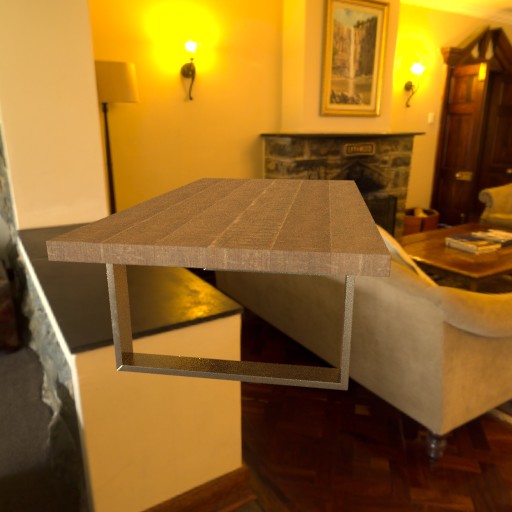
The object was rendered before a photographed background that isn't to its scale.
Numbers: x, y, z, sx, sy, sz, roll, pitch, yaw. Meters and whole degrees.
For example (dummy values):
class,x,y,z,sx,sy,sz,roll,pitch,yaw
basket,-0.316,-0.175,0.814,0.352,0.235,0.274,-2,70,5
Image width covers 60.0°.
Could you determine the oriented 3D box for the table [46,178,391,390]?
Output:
class,x,y,z,sx,sy,sz,roll,pitch,yaw
table,0.000,0.000,1.726,0.800,0.440,1.400,2,16,8
